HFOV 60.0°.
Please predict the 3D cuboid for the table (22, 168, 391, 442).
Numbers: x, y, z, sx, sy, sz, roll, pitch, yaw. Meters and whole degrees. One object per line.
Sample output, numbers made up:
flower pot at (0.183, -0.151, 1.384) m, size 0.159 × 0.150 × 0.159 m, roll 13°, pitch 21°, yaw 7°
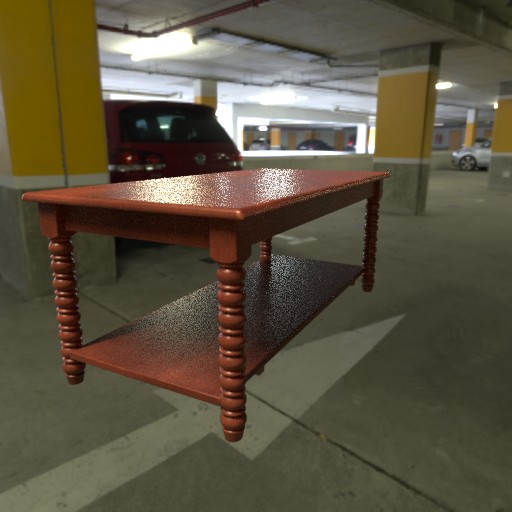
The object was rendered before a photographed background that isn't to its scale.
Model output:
table at (0.000, 0.000, 1.423) m, size 0.580 × 0.485 × 1.171 m, roll 7°, pitch 16°, yaw 27°
